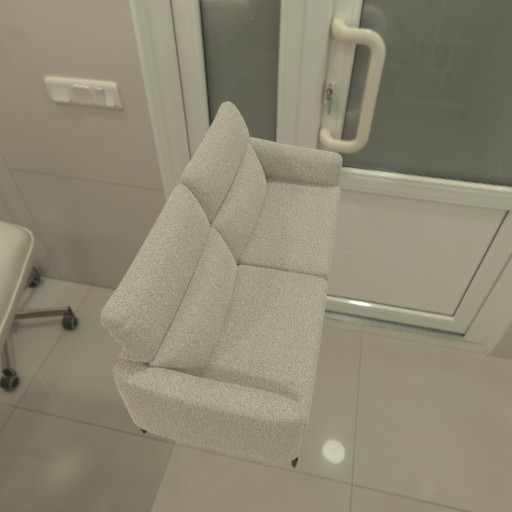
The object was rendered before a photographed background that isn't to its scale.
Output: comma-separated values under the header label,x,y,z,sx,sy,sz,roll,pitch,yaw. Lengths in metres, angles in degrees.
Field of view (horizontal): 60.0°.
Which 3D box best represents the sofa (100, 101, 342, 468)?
label,x,y,z,sx,sy,sz,roll,pitch,yaw
sofa,0.000,0.000,2.531,0.856,0.956,2.015,9,46,9
